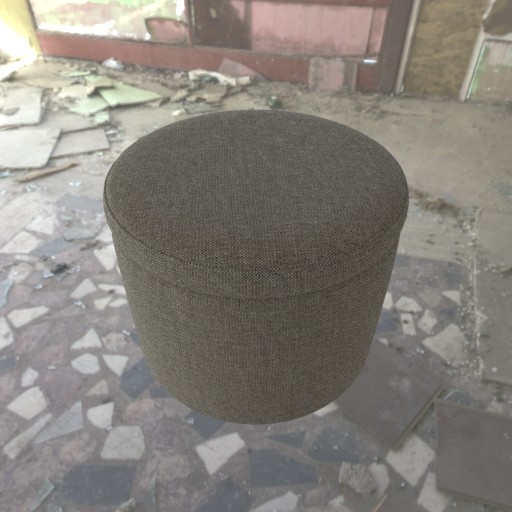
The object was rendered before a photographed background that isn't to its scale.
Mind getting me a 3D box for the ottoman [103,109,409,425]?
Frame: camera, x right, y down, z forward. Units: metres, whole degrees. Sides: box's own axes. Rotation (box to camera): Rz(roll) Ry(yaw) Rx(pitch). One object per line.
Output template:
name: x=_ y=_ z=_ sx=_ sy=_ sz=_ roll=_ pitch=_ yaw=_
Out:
ottoman: x=0.000 y=0.000 z=0.890 sx=0.520 sy=0.430 sz=0.520 roll=0 pitch=41 yaw=0
